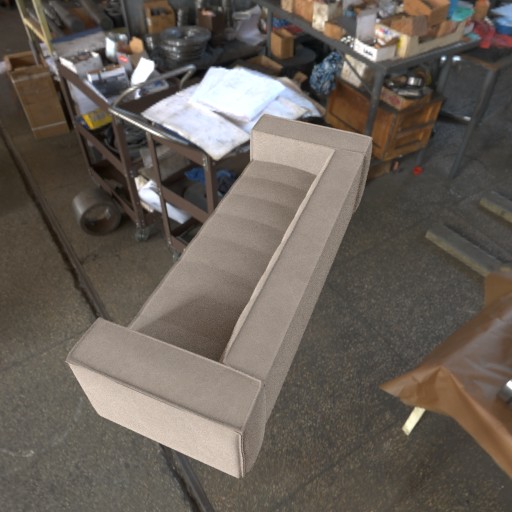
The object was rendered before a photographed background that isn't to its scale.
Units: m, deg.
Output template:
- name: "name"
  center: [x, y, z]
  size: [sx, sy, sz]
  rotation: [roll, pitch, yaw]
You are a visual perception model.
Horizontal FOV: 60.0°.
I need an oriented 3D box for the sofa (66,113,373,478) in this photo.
- name: "sofa"
  center: [0.000, 0.000, 3.154]
  size: [1.038, 0.680, 2.697]
  rotation: [17, 49, 15]
